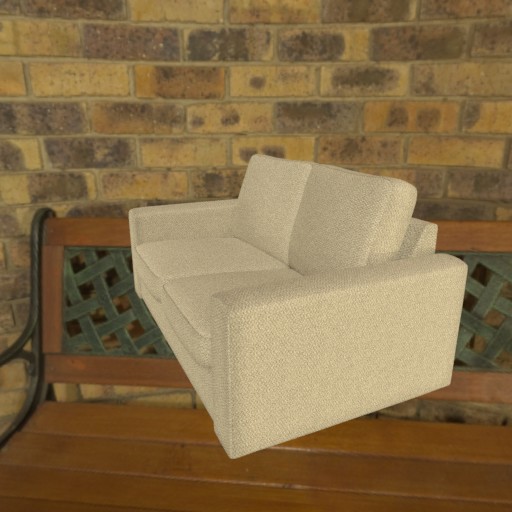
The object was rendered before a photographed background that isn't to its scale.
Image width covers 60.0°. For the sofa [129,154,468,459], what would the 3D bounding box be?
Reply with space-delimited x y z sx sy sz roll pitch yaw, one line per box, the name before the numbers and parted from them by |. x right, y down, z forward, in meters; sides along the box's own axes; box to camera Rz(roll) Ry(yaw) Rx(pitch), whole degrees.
sofa | 0.000 0.000 2.185 1.016 0.873 1.616 -8 19 -24
